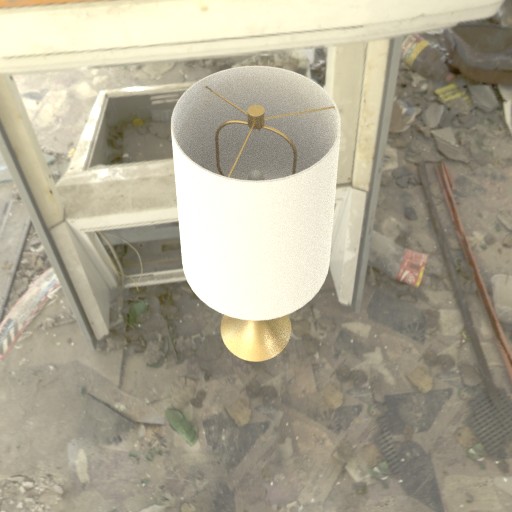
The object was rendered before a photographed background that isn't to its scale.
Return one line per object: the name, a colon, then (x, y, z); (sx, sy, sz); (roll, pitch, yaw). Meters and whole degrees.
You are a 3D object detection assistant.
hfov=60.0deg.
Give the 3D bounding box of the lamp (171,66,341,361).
lamp: (0.000, 0.000, 0.703); (0.231, 0.569, 0.231); (0, 58, 0)
